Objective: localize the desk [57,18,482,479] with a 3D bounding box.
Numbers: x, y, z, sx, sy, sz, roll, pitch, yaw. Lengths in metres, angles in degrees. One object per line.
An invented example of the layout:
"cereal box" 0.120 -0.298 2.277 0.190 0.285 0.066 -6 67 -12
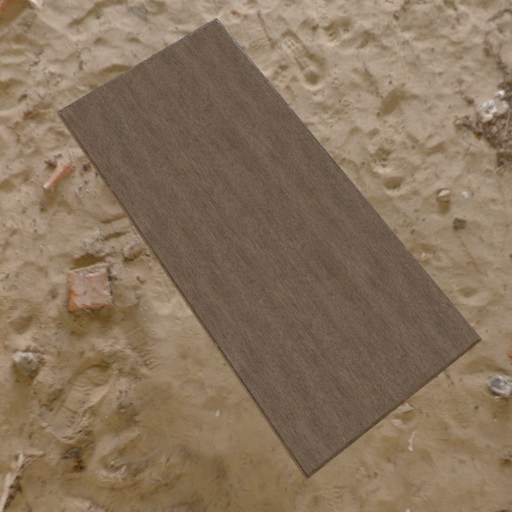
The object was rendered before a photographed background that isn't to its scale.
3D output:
"desk" 0.000 0.000 1.735 0.610 0.912 1.289 -35 78 -8
